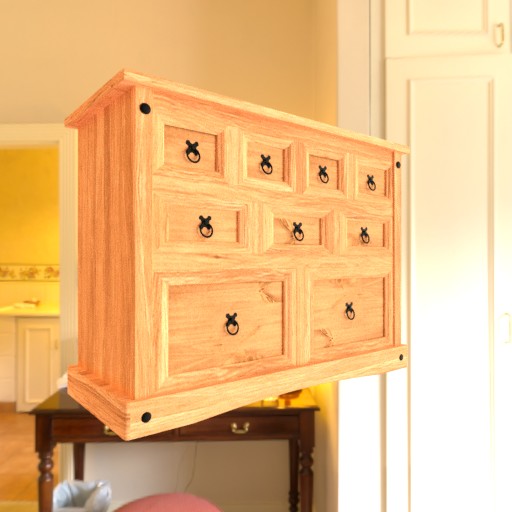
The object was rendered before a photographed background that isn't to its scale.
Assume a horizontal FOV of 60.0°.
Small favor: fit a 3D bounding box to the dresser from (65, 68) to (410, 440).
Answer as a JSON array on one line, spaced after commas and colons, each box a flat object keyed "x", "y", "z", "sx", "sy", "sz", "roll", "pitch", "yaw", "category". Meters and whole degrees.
[{"x": 0.000, "y": 0.000, "z": 1.336, "sx": 0.990, "sy": 0.740, "sz": 0.410, "roll": 0, "pitch": -1, "yaw": -38, "category": "dresser"}]
